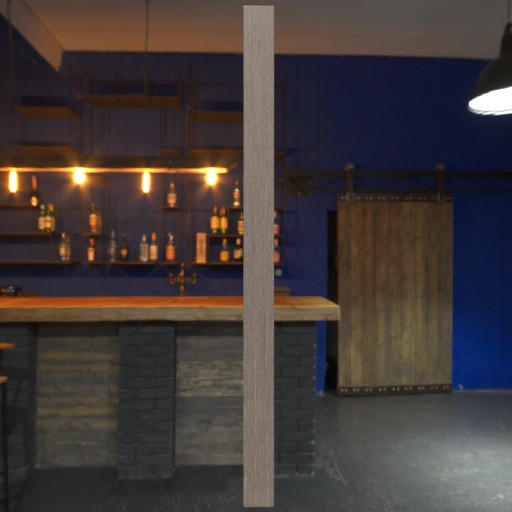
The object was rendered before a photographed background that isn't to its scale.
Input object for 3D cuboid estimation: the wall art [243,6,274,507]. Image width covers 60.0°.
[{"bbox_3d":[0.000,0.000,0.630,0.032,0.510,0.358,0,1,-1],"label":"wall art"}]
